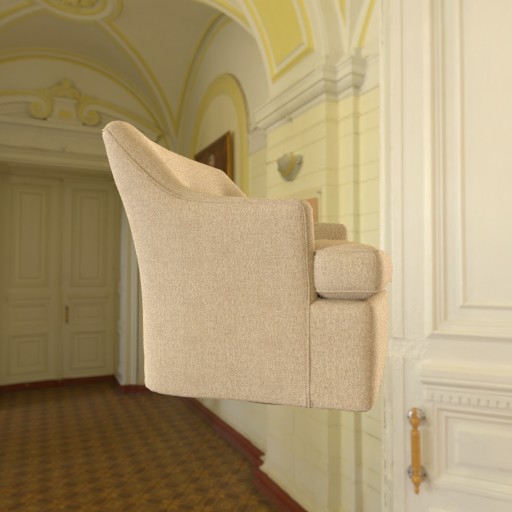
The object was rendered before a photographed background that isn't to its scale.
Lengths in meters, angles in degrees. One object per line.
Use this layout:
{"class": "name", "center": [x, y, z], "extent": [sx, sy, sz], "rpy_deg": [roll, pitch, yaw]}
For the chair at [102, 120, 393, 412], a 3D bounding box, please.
{"class": "chair", "center": [0.000, 0.000, 1.592], "extent": [0.923, 0.856, 0.864], "rpy_deg": [0, -1, 19]}
